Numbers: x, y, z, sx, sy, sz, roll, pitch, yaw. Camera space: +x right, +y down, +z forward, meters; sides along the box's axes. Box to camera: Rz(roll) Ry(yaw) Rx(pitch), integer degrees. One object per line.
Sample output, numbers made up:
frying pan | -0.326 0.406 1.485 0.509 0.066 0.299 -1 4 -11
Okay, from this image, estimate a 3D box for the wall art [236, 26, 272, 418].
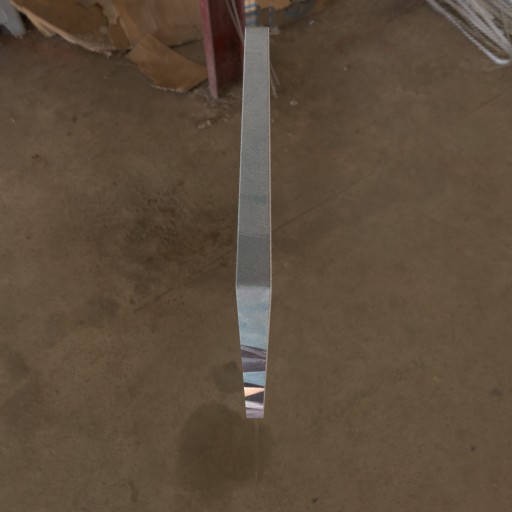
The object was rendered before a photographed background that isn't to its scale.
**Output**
wall art | 0.000 0.000 0.823 0.037 0.613 0.455 0 58 0
